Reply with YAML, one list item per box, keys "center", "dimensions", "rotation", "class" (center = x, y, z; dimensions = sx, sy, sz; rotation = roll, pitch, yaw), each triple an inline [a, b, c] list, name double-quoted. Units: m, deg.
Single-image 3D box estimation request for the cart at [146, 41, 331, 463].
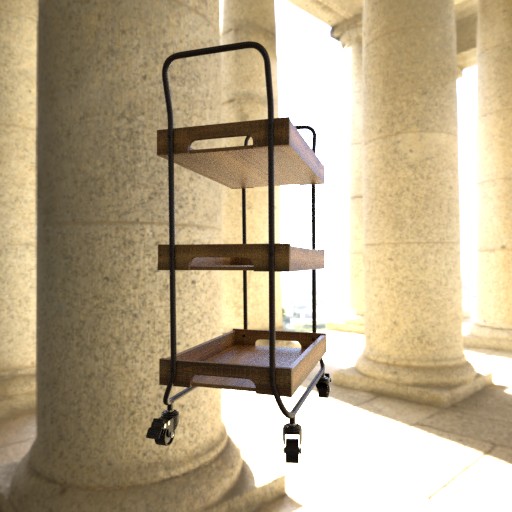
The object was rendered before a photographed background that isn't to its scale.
- center: [0.000, 0.000, 1.182]
  dimensions: [0.339, 0.857, 0.583]
  rotation: [0, -1, 17]
  class: "cart"
